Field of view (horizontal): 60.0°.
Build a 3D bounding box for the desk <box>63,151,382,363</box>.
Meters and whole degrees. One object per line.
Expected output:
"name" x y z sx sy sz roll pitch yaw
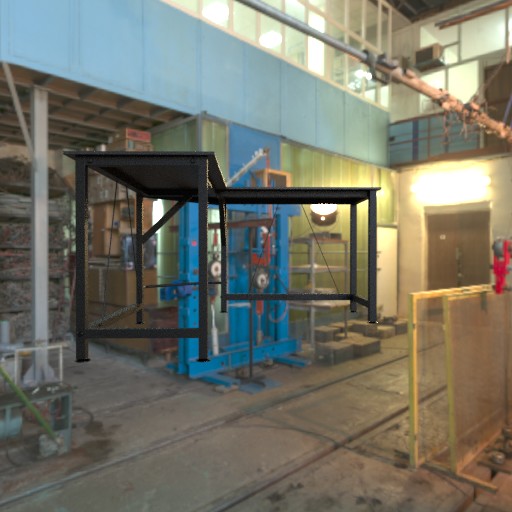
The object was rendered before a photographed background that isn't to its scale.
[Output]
"desk" 0.000 0.000 2.296 1.400 0.762 1.400 0 0 -1
